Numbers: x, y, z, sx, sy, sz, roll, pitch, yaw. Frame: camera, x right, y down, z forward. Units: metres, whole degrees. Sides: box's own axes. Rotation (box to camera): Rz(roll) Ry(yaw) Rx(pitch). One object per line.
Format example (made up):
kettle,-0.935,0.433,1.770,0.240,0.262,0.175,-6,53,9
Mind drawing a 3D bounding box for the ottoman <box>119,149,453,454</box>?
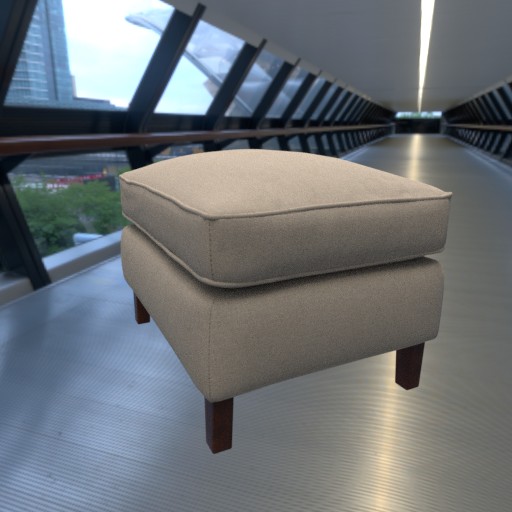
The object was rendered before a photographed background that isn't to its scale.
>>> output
ottoman,0.000,0.000,0.981,0.501,0.456,0.665,-7,17,-25
